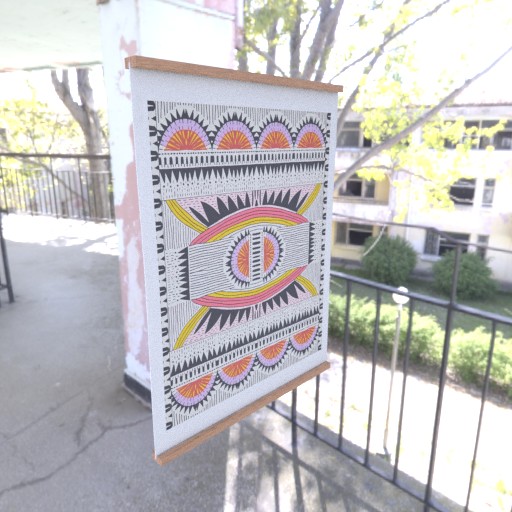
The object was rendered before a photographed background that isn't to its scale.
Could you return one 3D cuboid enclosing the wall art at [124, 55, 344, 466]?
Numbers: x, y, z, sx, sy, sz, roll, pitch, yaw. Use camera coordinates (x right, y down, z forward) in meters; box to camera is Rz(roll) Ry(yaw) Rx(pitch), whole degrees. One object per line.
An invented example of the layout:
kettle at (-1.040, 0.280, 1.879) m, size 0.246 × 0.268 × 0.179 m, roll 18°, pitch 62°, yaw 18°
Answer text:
wall art at (0.000, 0.000, 0.797) m, size 0.456 × 0.609 × 0.028 m, roll -14°, pitch 20°, yaw -43°
